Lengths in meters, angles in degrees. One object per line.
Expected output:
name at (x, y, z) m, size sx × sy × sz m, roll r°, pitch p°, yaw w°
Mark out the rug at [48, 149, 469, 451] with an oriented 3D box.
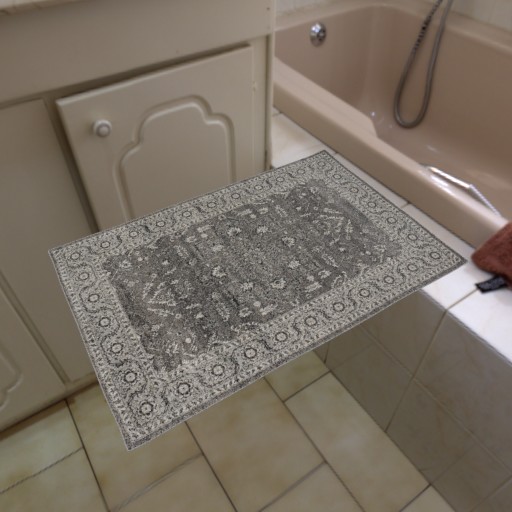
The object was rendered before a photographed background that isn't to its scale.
rug at (0.000, 0.000, 2.290) m, size 1.828 × 0.019 × 1.209 m, roll -24°, pitch 50°, yaw -21°
